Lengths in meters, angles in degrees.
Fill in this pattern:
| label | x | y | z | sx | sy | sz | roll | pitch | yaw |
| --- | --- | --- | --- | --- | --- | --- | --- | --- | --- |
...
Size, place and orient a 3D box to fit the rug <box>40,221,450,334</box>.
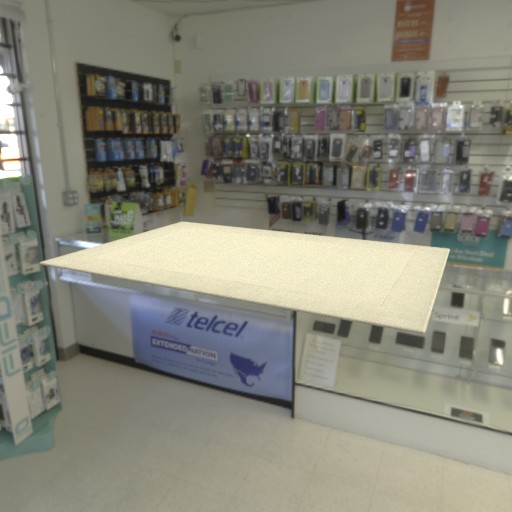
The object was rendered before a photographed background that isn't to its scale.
| label | x | y | z | sx | sy | sz | roll | pitch | yaw |
| --- | --- | --- | --- | --- | --- | --- | --- | --- | --- |
| rug | 0.000 | 0.000 | 2.357 | 1.829 | 0.013 | 1.219 | 7 | 17 | 25 |
